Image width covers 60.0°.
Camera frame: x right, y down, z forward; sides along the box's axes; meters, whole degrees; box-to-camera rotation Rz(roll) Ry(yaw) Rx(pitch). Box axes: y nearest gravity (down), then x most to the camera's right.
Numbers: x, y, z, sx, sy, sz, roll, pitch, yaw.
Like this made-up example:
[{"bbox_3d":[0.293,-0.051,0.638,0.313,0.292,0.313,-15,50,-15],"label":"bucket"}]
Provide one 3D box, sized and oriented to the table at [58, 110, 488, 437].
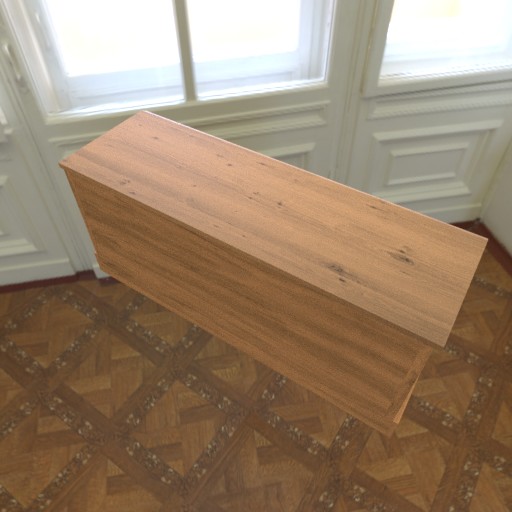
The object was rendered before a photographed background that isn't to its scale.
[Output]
[{"bbox_3d":[0.000,0.000,1.453,1.200,0.510,0.400,26,52,22],"label":"table"}]
